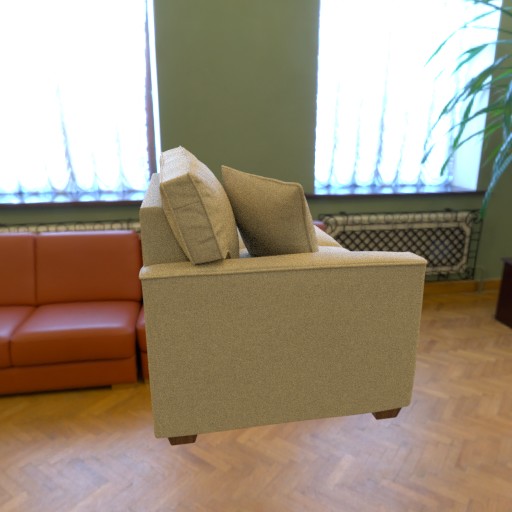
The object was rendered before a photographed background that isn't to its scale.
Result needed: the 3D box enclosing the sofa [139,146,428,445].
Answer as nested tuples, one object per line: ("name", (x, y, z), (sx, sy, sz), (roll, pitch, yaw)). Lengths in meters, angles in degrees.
("sofa", (0.000, 0.000, 2.128), (0.991, 0.989, 1.388), (-3, 16, -10))
